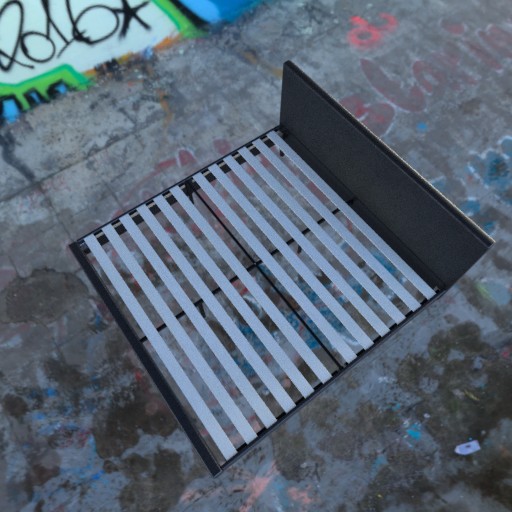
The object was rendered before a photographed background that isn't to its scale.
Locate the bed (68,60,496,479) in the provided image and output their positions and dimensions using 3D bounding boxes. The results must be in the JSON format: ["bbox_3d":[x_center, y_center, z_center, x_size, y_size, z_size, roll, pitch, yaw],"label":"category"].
[{"bbox_3d":[0.000,0.000,3.232,2.152,1.046,2.018,-33,68,-16],"label":"bed"}]
